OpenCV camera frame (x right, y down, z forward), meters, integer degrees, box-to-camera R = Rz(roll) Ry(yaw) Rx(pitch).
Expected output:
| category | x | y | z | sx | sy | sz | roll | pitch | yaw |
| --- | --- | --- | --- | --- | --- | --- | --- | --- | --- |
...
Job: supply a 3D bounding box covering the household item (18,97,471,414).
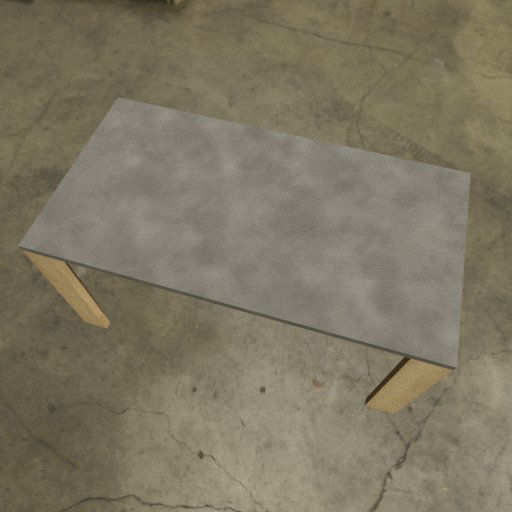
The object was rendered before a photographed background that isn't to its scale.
| category | x | y | z | sx | sy | sz | roll | pitch | yaw |
| --- | --- | --- | --- | --- | --- | --- | --- | --- | --- |
| household item | 0.000 | 0.000 | 2.070 | 1.600 | 0.755 | 0.850 | 15 | 61 | 8 |
